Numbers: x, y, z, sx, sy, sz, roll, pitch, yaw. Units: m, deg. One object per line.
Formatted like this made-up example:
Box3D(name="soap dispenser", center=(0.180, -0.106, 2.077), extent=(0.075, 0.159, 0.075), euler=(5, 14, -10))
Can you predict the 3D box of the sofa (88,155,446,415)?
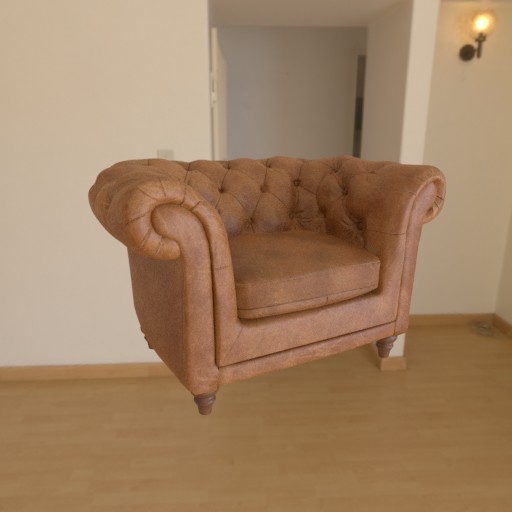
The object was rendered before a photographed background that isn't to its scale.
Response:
Box3D(name="sofa", center=(0.000, 0.000, 2.055), extent=(1.405, 0.878, 1.033), euler=(-8, 18, -27))
